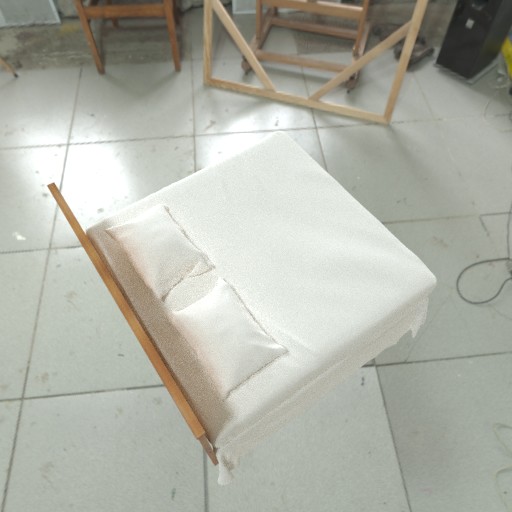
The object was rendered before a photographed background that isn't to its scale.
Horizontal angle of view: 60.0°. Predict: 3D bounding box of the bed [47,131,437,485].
[{"bbox_3d":[0.000,0.000,3.490,2.215,1.270,2.317,-31,63,-18],"label":"bed"}]
